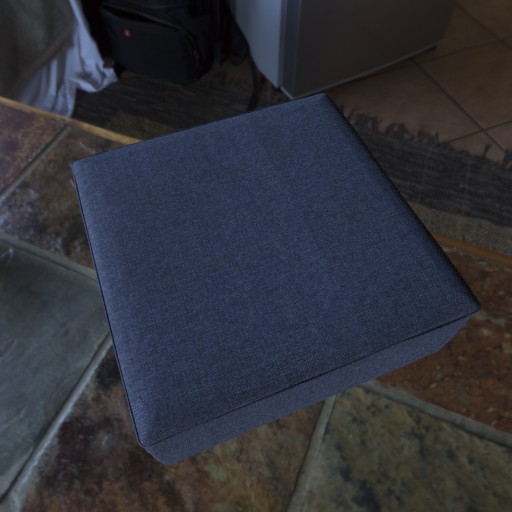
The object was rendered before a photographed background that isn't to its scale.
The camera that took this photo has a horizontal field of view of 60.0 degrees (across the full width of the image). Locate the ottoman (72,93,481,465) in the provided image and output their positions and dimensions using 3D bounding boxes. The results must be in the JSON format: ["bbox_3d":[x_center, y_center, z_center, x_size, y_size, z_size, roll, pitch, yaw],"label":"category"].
[{"bbox_3d":[0.000,0.000,1.542,1.017,0.423,1.023,-18,61,-11],"label":"ottoman"}]
